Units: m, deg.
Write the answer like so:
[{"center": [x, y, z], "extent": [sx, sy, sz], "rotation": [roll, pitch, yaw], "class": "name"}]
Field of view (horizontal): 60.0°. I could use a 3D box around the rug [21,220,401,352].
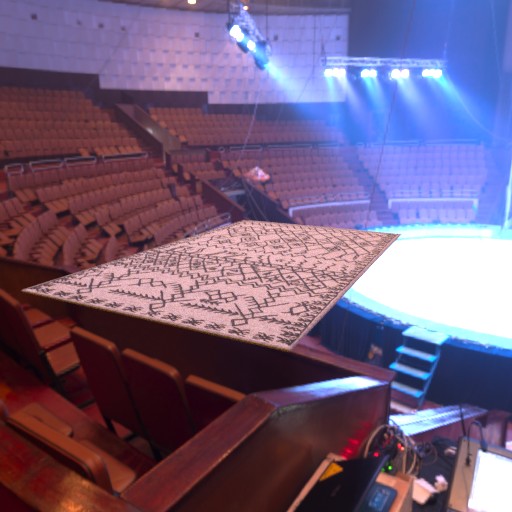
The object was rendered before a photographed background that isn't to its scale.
[{"center": [0.000, 0.000, 3.044], "extent": [1.526, 0.012, 2.444], "rotation": [7, 16, 26], "class": "rug"}]
